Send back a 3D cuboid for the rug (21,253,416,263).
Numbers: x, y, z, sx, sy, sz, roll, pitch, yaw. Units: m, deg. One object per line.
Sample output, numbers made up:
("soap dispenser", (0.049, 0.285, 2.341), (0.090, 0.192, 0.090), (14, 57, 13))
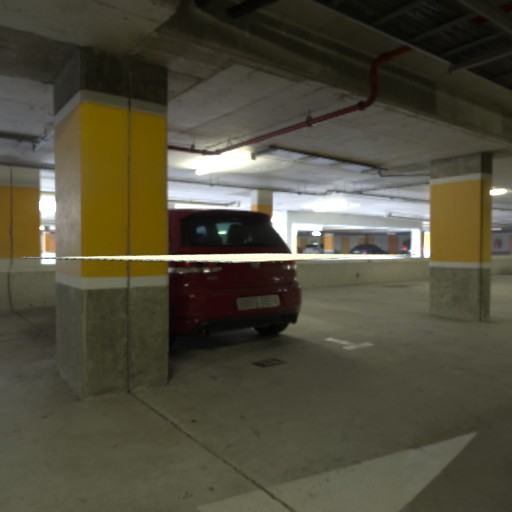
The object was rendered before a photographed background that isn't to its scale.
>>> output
("rug", (0.000, 0.000, 2.581), (1.248, 0.009, 2.108), (1, 1, 35))
